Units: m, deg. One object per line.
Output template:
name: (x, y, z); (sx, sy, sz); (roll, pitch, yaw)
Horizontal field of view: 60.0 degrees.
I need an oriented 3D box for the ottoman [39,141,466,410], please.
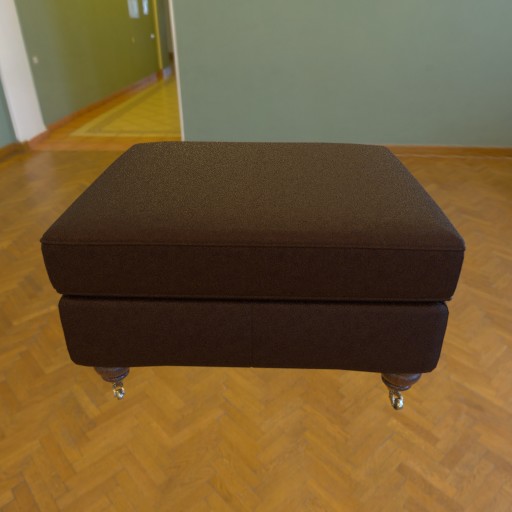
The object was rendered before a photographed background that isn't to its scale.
ottoman: (0.000, 0.000, 1.757); (1.187, 0.730, 0.967); (1, 29, 2)
